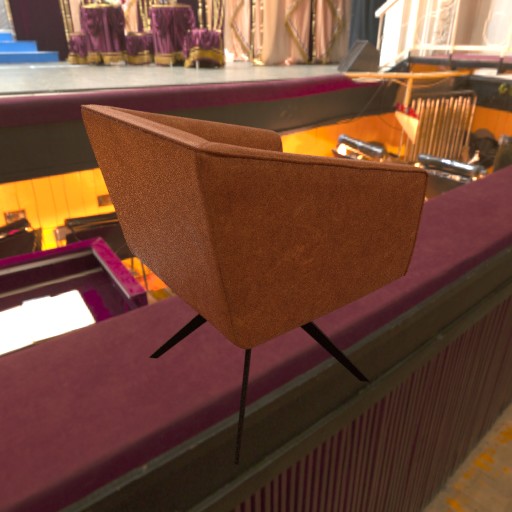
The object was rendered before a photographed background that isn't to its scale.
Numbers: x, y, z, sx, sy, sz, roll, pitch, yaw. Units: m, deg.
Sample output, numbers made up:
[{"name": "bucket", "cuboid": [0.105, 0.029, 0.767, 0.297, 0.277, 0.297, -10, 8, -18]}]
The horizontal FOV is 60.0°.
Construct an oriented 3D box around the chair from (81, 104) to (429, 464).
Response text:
[{"name": "chair", "cuboid": [0.000, 0.000, 1.176, 0.625, 0.760, 0.588, -18, 32, -32]}]
